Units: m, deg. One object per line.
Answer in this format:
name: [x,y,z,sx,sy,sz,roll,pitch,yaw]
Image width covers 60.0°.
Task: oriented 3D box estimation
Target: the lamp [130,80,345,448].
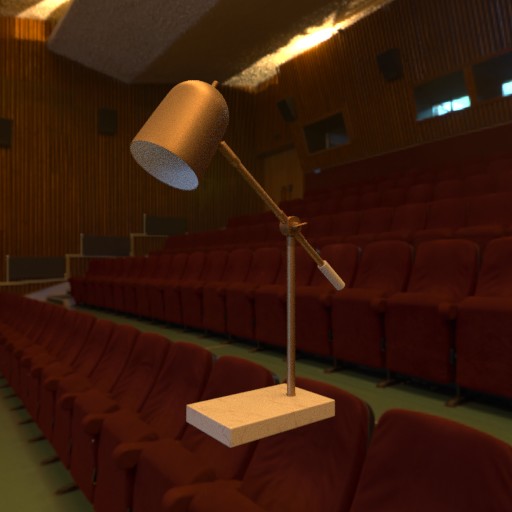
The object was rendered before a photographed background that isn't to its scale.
lamp: [0.000,0.000,0.816,0.471,0.603,0.144,1,-1,-37]
